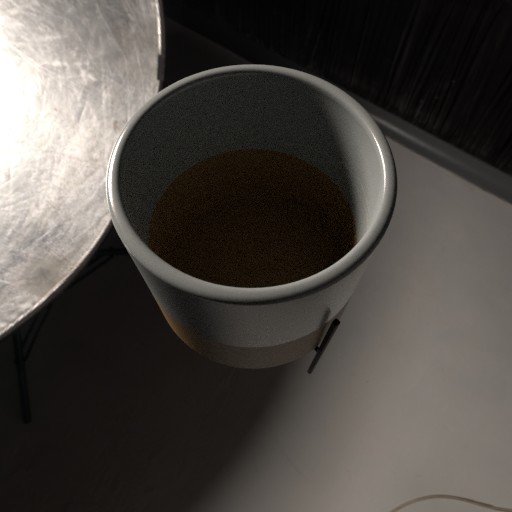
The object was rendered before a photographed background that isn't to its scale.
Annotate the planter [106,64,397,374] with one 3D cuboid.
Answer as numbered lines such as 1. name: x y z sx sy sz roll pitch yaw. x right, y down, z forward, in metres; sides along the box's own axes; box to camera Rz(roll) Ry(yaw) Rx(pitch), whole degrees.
1. planter: 0.000 0.000 0.650 0.310 0.432 0.310 34 69 15
